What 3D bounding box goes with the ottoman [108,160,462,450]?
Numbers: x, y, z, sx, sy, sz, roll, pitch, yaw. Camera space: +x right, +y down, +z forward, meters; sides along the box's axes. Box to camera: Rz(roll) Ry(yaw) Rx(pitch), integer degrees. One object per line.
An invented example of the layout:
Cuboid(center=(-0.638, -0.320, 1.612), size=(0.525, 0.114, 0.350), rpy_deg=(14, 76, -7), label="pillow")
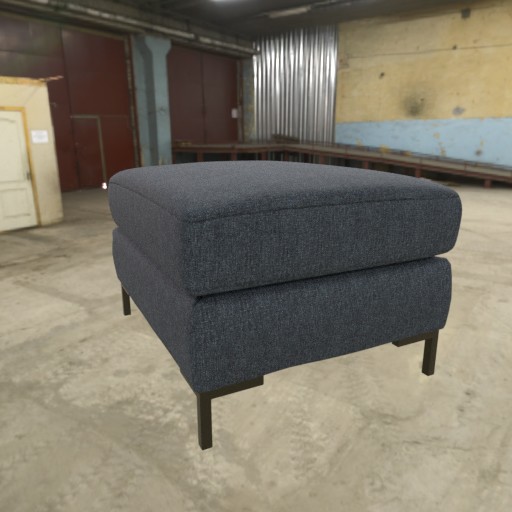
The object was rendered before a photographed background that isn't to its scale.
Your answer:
Cuboid(center=(0.000, 0.000, 1.294), size=(0.695, 0.533, 0.831), rpy_deg=(-8, 17, -26), label="ottoman")
